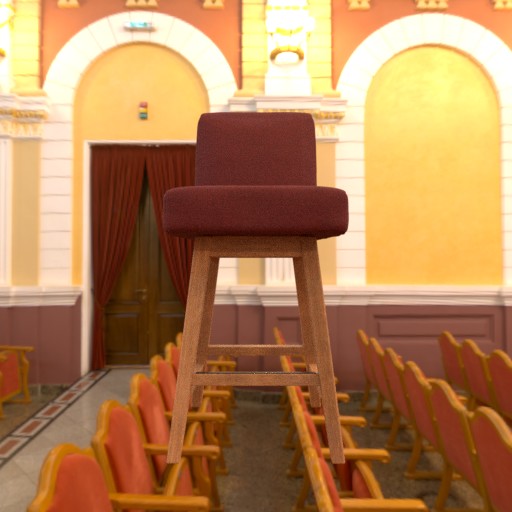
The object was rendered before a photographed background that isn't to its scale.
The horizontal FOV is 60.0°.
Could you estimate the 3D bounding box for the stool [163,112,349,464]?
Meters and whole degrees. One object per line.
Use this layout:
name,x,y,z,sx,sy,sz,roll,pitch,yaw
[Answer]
stool,0.000,0.000,1.346,0.468,1.038,0.562,0,0,0
